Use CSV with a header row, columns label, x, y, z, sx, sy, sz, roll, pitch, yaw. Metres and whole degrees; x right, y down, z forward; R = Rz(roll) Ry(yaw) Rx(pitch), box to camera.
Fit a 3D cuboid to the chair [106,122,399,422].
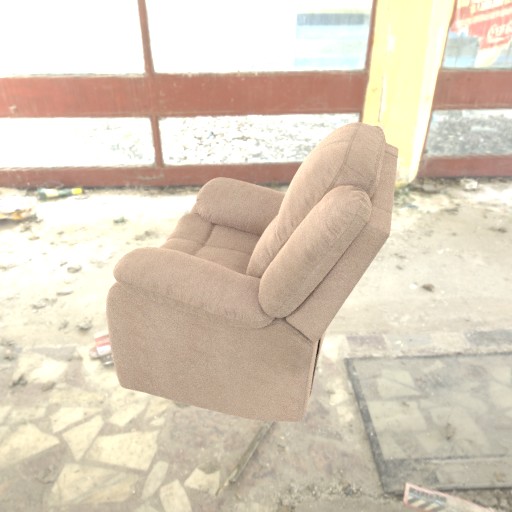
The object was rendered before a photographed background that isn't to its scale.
label,x,y,z,sx,sy,sz,roll,pitch,yaw
chair,0.000,0.000,1.730,0.944,1.008,0.899,9,31,15
